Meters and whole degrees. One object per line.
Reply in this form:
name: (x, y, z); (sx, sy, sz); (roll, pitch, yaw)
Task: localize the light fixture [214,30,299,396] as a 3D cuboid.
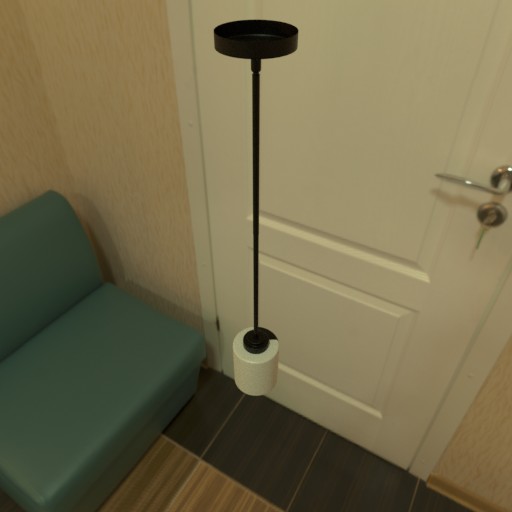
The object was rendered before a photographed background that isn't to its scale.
light fixture: (0.000, 0.000, 0.923); (0.123, 0.863, 0.123); (1, 41, 1)
